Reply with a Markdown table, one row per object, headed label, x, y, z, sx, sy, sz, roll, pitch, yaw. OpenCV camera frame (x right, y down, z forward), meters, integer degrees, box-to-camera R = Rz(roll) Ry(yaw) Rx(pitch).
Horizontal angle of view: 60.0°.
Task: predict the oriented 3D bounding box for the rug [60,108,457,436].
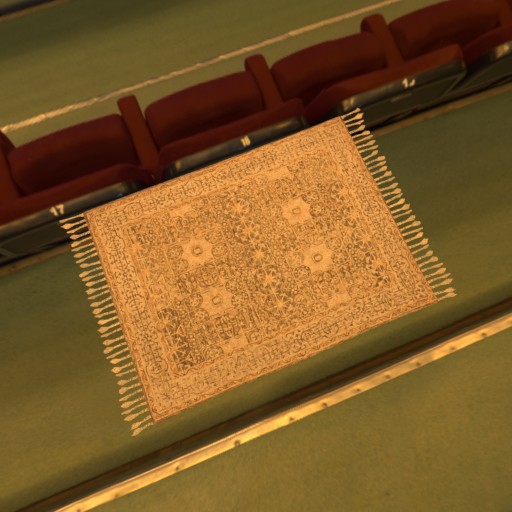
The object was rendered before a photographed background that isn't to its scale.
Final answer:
| label | x | y | z | sx | sy | sz | roll | pitch | yaw |
| --- | --- | --- | --- | --- | --- | --- | --- | --- | --- |
| rug | 0.000 | 0.000 | 3.178 | 2.465 | 0.023 | 1.619 | -22 | 76 | -6 |
